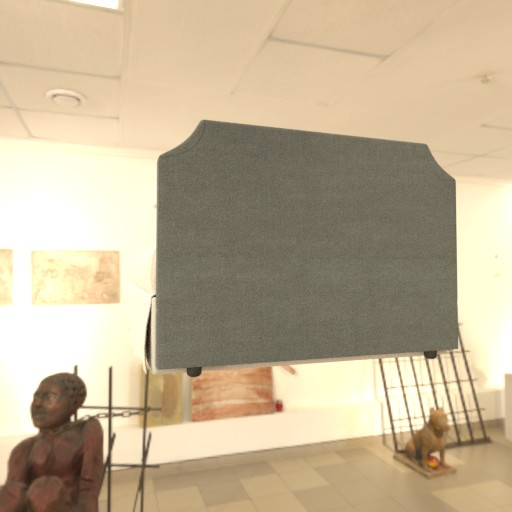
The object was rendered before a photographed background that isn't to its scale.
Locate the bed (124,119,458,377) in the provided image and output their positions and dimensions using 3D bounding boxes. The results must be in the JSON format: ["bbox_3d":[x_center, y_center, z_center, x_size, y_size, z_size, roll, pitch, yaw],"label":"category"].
[{"bbox_3d":[0.000,0.000,3.612,1.977,1.306,2.464,1,-2,-18],"label":"bed"}]
